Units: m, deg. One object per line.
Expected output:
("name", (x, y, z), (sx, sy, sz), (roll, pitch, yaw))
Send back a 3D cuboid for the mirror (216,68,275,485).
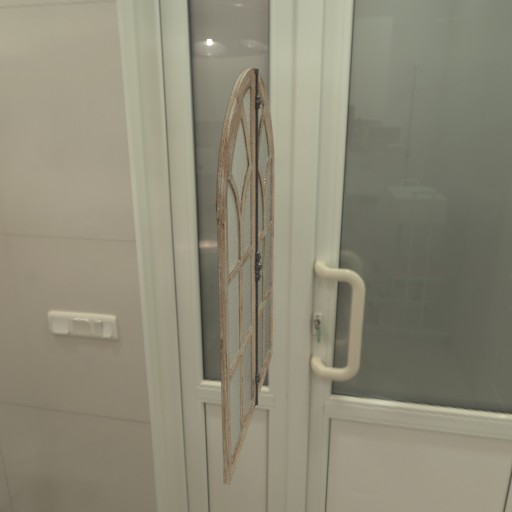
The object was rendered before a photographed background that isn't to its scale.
("mirror", (0.000, 0.000, 1.169), (0.032, 0.915, 0.609), (3, 17, 11))
